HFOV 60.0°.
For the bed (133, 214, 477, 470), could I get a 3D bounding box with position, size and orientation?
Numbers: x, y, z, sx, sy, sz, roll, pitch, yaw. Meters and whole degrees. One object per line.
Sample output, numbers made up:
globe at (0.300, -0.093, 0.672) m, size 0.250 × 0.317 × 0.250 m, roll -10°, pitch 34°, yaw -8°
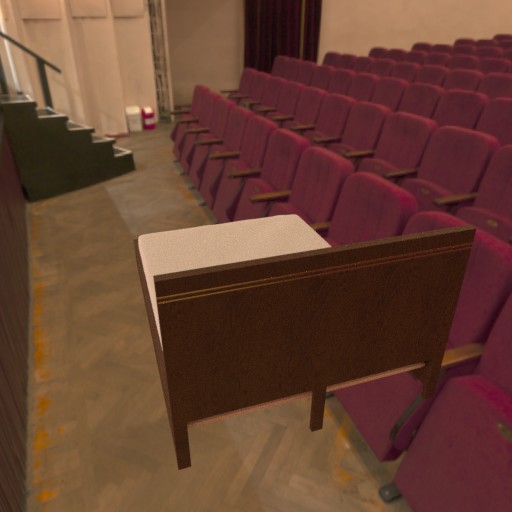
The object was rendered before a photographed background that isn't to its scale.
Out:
bed at (0.000, 0.000, 3.222) m, size 1.613 × 1.169 × 2.221 m, roll -9°, pitch 29°, yaw -16°
